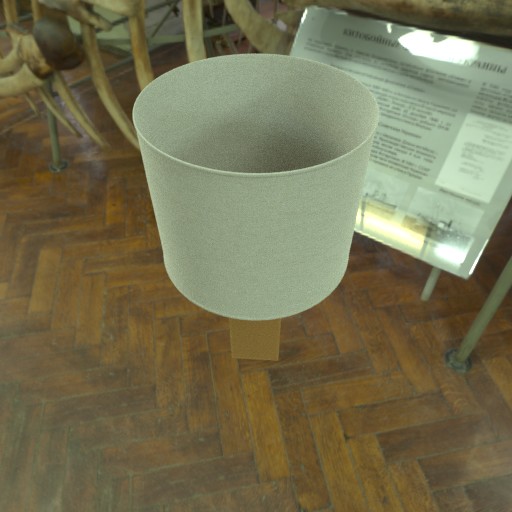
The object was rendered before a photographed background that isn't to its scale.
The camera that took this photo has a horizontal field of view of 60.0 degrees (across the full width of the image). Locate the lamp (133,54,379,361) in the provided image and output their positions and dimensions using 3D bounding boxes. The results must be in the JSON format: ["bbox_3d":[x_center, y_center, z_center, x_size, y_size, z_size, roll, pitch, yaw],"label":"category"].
[{"bbox_3d":[0.000,0.000,0.568,0.229,0.417,0.229,3,46,3],"label":"lamp"}]
